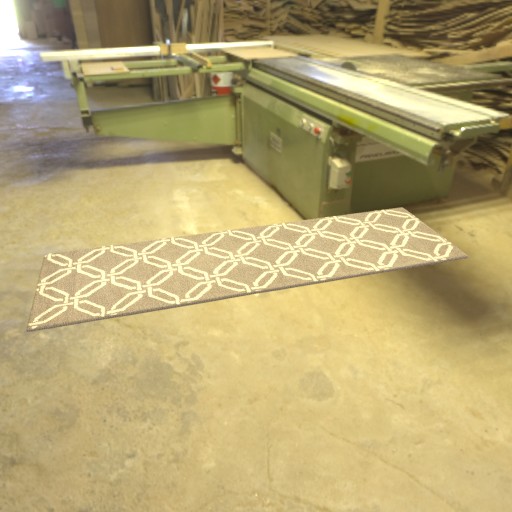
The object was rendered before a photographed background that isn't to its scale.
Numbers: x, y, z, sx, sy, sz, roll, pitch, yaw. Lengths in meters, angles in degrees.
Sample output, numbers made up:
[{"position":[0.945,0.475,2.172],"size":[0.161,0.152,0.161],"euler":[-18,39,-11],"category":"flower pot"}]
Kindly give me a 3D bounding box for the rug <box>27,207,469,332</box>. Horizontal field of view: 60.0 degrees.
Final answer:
[{"position":[0.000,0.000,2.477],"size":[2.276,0.014,0.678],"euler":[-8,32,-14],"category":"rug"}]
